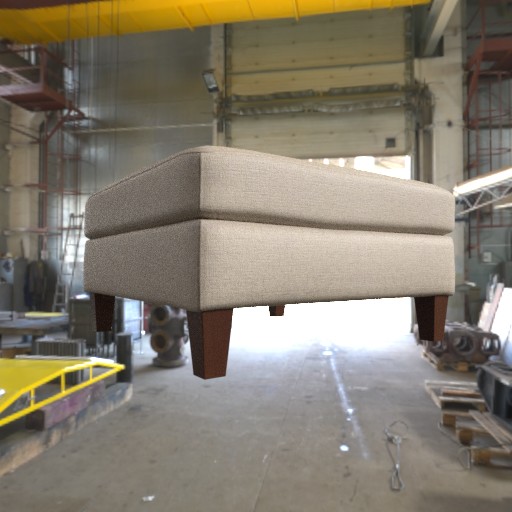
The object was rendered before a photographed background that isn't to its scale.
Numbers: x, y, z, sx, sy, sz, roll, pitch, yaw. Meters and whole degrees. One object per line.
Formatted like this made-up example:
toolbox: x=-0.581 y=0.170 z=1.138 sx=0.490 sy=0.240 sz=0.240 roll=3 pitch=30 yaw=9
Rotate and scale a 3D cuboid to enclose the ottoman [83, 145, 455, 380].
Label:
ottoman: x=0.000 y=0.000 z=1.356 sx=0.838 sy=0.481 sz=0.838 roll=1 pitch=-2 yaw=-35
